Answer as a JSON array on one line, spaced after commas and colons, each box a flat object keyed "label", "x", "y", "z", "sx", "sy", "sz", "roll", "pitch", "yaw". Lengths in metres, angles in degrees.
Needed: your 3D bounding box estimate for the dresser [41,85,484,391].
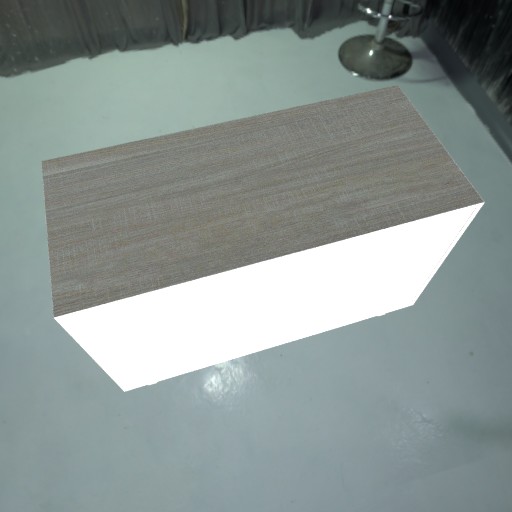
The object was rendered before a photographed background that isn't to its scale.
[{"label": "dresser", "x": 0.000, "y": 0.000, "z": 1.541, "sx": 1.110, "sy": 0.780, "sz": 0.500, "roll": -15, "pitch": 60, "yaw": -9}]
